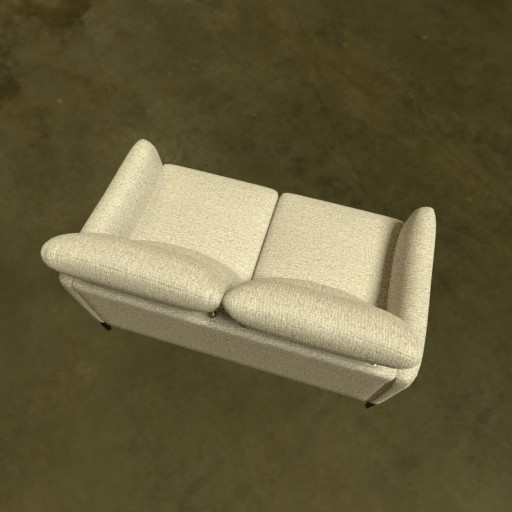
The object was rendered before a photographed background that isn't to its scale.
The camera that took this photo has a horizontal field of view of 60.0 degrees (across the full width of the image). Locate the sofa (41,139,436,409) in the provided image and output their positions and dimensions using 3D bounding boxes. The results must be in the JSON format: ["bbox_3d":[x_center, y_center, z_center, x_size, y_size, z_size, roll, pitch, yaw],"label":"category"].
[{"bbox_3d":[0.000,0.000,2.048,1.540,0.950,0.905,15,64,7],"label":"sofa"}]
